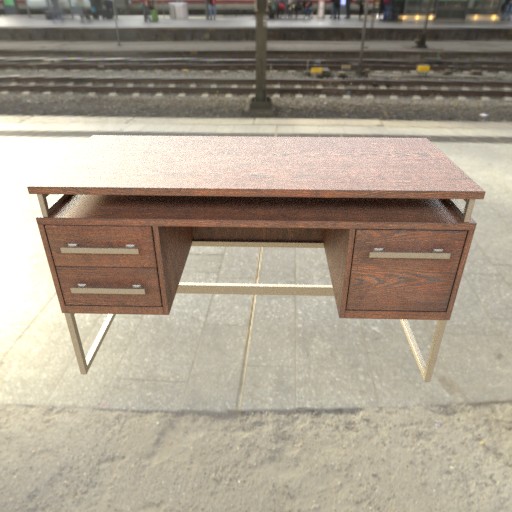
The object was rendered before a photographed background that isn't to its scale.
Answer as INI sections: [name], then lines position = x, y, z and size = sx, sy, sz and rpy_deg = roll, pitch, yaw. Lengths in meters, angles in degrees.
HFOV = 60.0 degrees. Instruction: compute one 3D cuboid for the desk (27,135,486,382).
[desk]
position = 0.000, 0.000, 1.776
size = 1.384, 0.792, 0.610
rpy_deg = 1, 30, 1
